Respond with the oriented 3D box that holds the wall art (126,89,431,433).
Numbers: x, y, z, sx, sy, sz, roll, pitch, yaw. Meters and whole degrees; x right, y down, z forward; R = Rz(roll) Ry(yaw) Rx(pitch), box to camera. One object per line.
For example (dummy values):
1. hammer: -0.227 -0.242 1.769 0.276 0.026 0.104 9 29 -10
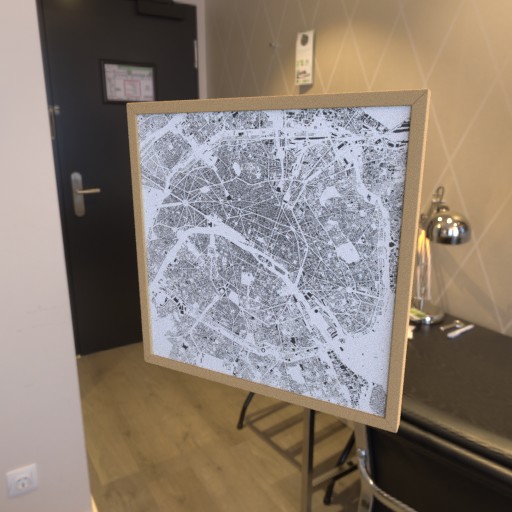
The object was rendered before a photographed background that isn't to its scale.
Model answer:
1. wall art: 0.000 0.000 1.128 0.761 0.761 0.037 7 16 26
